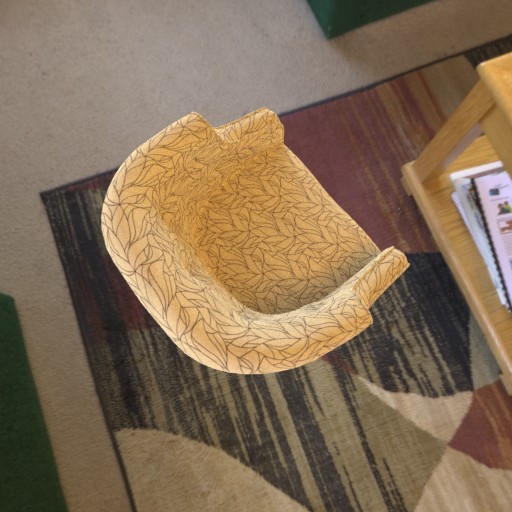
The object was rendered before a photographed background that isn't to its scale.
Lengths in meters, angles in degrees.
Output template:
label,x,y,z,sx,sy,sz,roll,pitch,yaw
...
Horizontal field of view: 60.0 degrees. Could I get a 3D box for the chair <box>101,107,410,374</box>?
label,x,y,z,sx,sy,sz,roll,pitch,yaw
chair,0.000,0.000,1.330,0.613,0.858,0.686,-38,79,-9
